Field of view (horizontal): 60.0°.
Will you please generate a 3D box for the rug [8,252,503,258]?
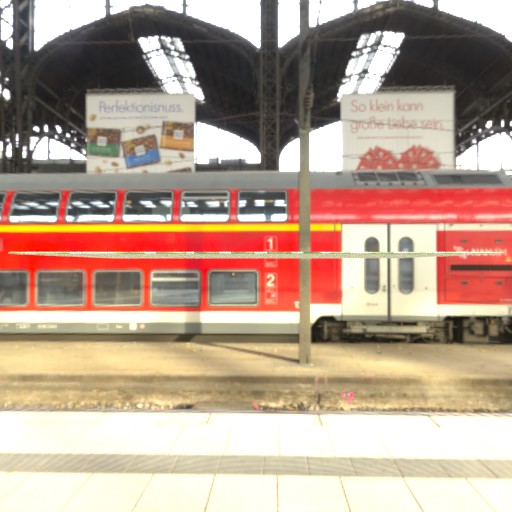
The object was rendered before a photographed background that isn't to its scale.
[{"bbox_3d":[0.000,0.000,2.240,1.826,0.006,1.220,0,-1,0],"label":"rug"}]
